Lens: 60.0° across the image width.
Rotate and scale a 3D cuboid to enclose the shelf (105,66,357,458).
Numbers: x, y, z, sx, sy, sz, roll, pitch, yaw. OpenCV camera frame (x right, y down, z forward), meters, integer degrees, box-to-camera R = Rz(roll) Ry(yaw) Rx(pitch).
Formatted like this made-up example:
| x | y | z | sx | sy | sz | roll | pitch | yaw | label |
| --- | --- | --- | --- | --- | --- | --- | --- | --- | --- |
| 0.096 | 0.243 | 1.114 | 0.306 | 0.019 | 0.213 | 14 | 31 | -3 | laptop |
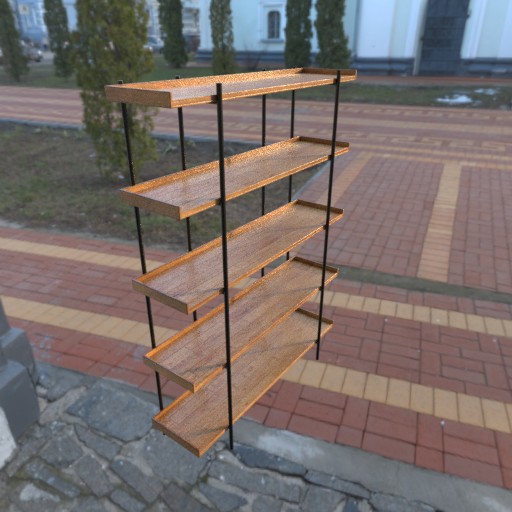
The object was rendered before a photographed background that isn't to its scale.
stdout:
| x | y | z | sx | sy | sz | roll | pitch | yaw | label |
| --- | --- | --- | --- | --- | --- | --- | --- | --- | --- |
| 0.000 | 0.000 | 2.394 | 0.379 | 1.826 | 1.371 | 18 | 31 | 33 | shelf |
